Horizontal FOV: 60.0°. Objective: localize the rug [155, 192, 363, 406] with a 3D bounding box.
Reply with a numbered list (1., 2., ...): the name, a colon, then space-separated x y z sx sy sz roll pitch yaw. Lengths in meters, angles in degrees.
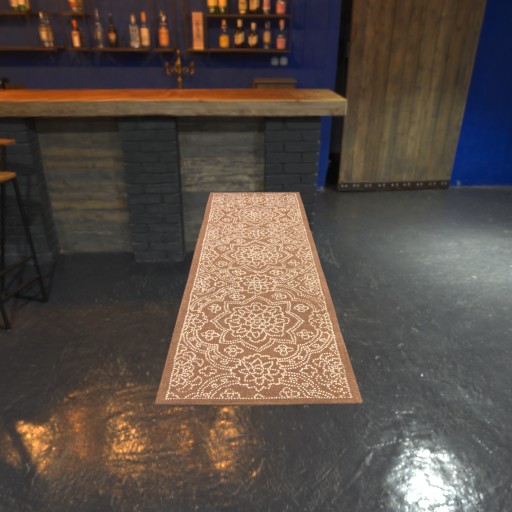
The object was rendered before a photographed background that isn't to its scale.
1. rug: 0.000 0.000 2.718 0.769 0.012 2.448 0 26 0
